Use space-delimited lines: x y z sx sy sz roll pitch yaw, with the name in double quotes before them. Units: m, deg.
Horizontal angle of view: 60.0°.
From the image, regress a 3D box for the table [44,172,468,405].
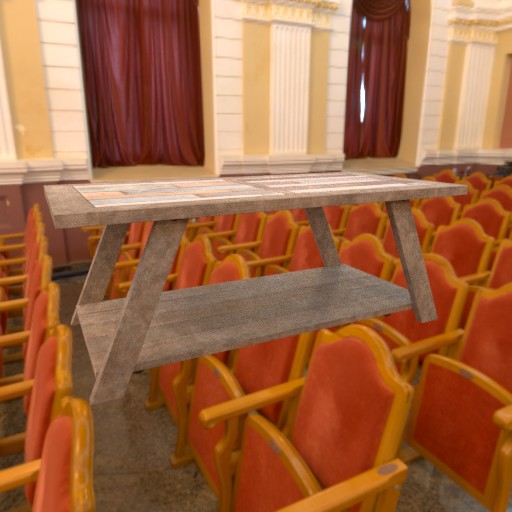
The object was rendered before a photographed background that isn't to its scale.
"table" 0.000 0.000 1.484 1.219 0.470 0.610 -7 17 -26
